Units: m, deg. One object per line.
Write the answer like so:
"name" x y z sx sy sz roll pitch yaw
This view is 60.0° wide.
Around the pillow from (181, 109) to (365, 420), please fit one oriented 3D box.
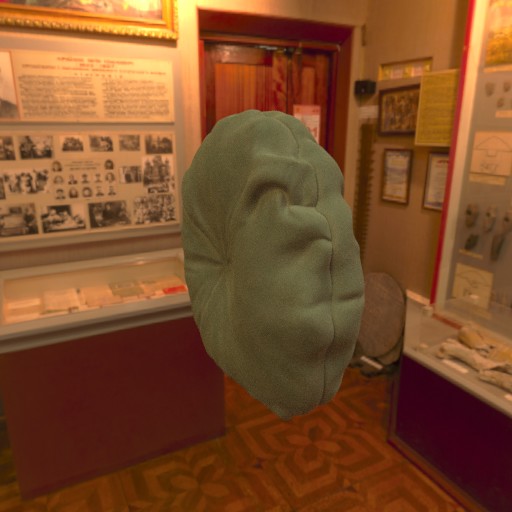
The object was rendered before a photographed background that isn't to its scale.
"pillow" 0.000 0.000 0.650 0.148 0.407 0.428 -8 18 -24
